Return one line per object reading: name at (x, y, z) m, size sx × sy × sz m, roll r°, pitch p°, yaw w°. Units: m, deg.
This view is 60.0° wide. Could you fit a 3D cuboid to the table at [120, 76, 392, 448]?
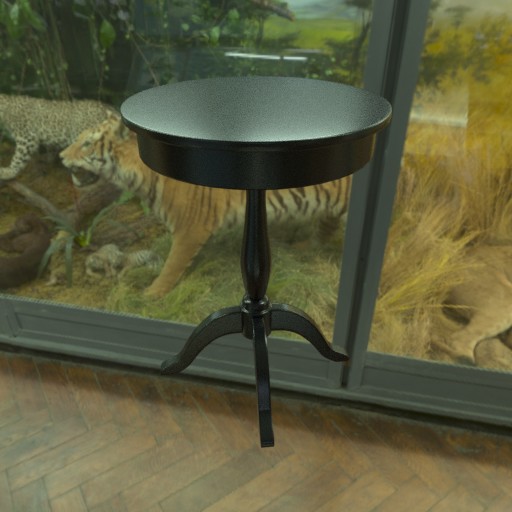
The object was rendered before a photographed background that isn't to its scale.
table at (0.000, 0.000, 0.977) m, size 0.481 × 0.665 × 0.481 m, roll 0°, pitch 32°, yaw 0°
